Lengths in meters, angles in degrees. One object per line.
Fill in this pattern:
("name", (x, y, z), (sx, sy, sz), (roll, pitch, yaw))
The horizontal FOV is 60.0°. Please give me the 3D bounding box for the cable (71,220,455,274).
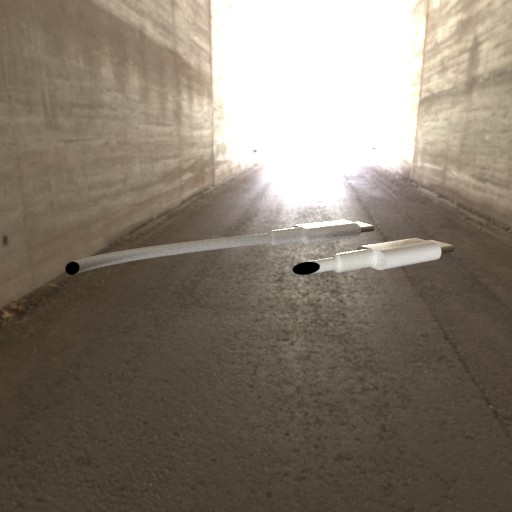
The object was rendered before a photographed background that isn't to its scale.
("cable", (0.000, 0.000, 0.110), (0.098, 0.005, 0.041), (-8, 17, -28))
